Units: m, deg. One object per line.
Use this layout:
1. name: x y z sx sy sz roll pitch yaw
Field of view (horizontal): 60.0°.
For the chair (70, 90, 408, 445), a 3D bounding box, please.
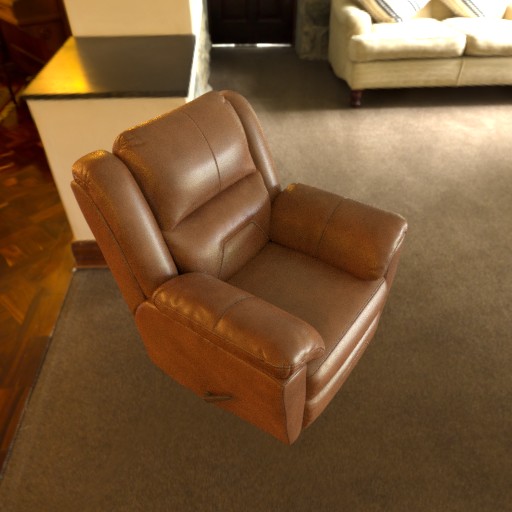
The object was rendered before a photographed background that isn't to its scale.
1. chair: 0.000 0.000 1.903 1.041 1.093 0.990 26 48 27
